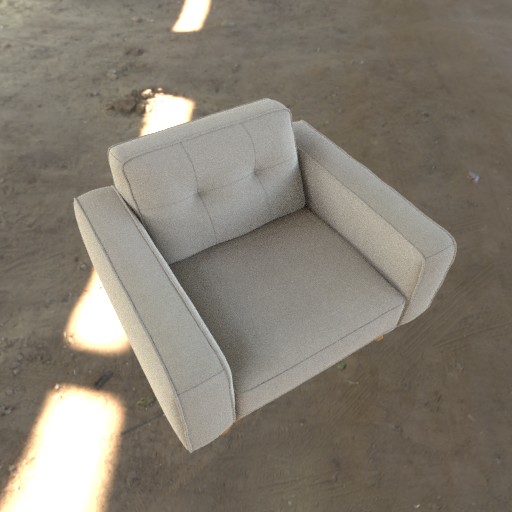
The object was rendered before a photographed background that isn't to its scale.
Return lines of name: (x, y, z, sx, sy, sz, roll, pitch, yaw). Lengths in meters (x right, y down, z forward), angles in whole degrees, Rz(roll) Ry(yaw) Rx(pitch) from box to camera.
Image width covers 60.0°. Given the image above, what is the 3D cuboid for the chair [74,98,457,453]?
chair: (0.000, 0.000, 1.728, 1.115, 0.779, 0.953, -24, 52, -21)
